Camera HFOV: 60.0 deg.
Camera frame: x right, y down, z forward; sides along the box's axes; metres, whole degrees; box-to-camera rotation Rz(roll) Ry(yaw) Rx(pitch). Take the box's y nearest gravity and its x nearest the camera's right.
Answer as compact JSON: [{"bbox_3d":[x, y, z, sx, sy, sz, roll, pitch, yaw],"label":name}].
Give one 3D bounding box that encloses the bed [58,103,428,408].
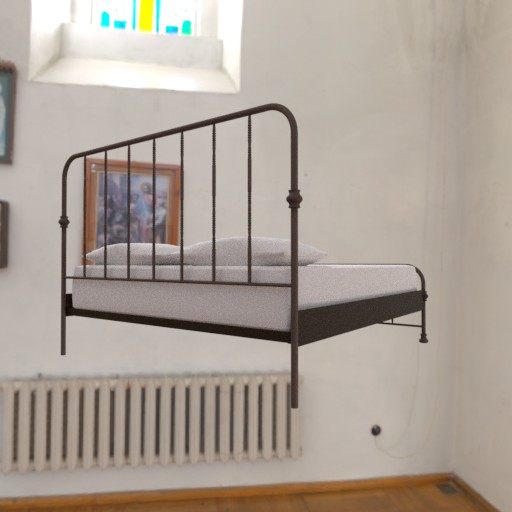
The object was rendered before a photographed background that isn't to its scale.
[{"bbox_3d":[0.000,0.000,3.477,2.044,1.446,2.134,-1,-1,36],"label":"bed"}]
